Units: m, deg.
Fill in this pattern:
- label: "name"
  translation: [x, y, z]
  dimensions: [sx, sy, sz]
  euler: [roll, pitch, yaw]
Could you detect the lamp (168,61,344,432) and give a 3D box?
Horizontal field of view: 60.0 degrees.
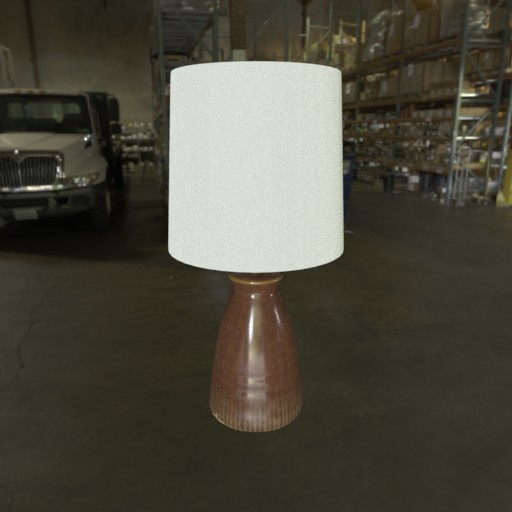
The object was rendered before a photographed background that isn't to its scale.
- label: "lamp"
  translation: [0.000, 0.000, 0.483]
  dimensions: [0.186, 0.369, 0.186]
  euler: [0, 16, 0]
